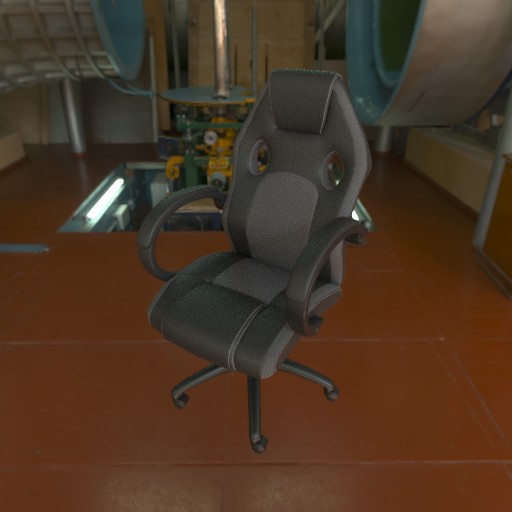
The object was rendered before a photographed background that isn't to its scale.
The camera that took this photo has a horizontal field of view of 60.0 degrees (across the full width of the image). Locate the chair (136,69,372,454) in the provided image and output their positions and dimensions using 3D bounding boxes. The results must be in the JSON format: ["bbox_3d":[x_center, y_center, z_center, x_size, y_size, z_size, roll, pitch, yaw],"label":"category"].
[{"bbox_3d":[0.000,0.000,1.586,0.673,1.187,0.724,17,32,29],"label":"chair"}]
